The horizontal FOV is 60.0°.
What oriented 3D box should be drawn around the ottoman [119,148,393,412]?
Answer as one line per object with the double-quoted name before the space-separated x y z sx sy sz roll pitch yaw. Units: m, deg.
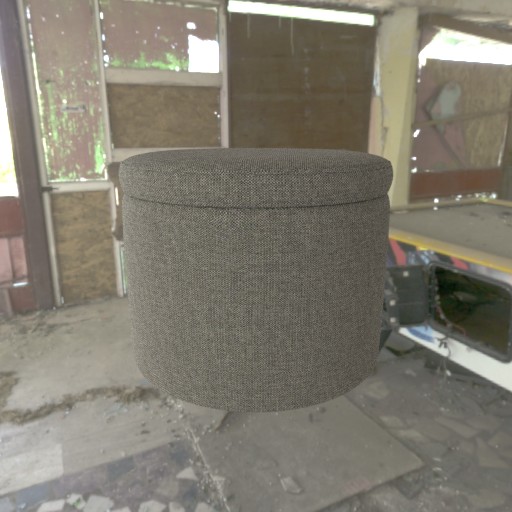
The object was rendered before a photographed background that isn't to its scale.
"ottoman" 0.000 0.000 0.918 0.520 0.430 0.520 0 16 0
